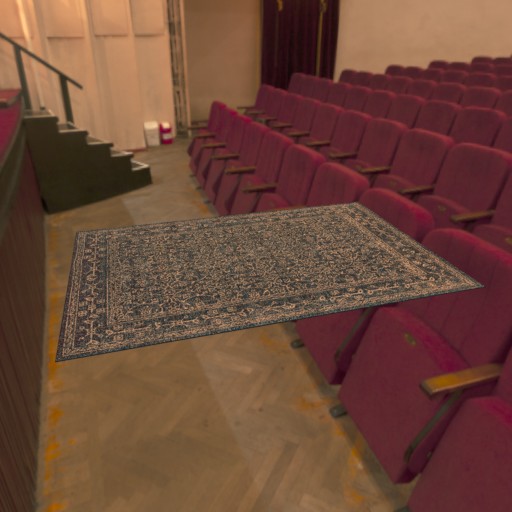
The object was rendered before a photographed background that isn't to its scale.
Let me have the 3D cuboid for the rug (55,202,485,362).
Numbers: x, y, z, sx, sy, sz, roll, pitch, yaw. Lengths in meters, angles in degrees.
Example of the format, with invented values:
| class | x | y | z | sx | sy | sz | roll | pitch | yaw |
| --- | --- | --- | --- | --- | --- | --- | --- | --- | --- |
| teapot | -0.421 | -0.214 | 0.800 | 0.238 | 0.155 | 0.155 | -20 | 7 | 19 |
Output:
| class | x | y | z | sx | sy | sz | roll | pitch | yaw |
| --- | --- | --- | --- | --- | --- | --- | --- | --- | --- |
| rug | 0.000 | 0.000 | 2.292 | 1.819 | 0.005 | 1.200 | -8 | 27 | -15 |
